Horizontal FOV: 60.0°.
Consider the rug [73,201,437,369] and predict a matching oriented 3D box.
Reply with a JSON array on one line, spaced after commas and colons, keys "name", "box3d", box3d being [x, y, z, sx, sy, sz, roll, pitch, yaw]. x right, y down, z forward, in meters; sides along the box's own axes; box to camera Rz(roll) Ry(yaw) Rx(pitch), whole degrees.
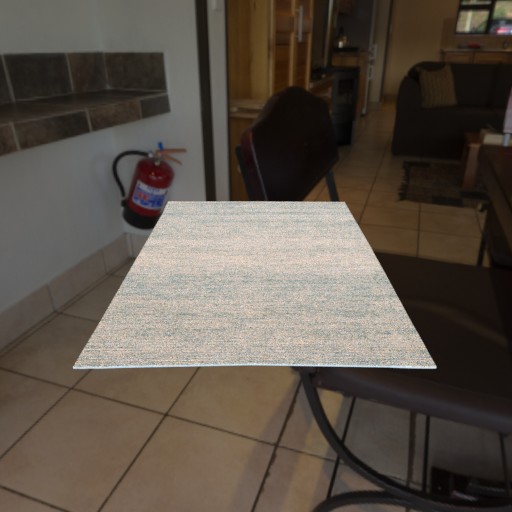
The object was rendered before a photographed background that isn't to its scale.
[{"name": "rug", "box3d": [0.000, 0.000, 2.993, 1.613, 0.030, 2.306, 0, 25, 0]}]
